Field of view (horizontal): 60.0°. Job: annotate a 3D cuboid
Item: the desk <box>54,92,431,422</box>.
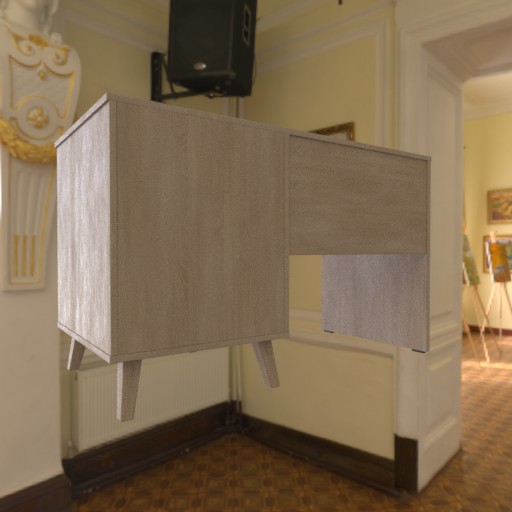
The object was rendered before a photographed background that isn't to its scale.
[{"bbox_3d":[0.000,0.000,1.622,1.251,0.770,0.600,-1,1,-35],"label":"desk"}]
